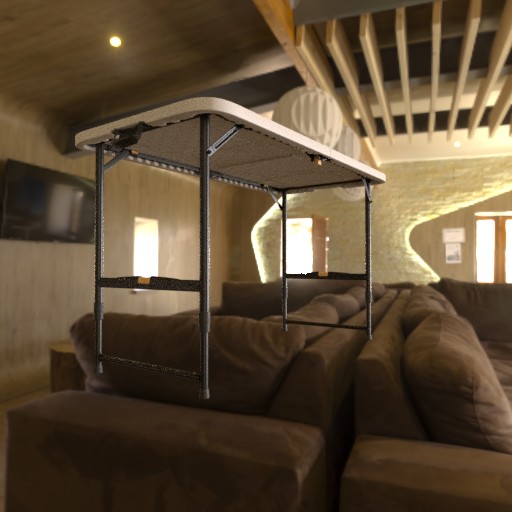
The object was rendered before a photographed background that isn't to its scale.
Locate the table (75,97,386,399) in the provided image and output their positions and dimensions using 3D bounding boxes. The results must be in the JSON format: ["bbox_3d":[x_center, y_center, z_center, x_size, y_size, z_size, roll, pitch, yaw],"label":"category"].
[{"bbox_3d":[0.000,0.000,1.679,0.611,0.737,1.245,-1,-1,36],"label":"table"}]
